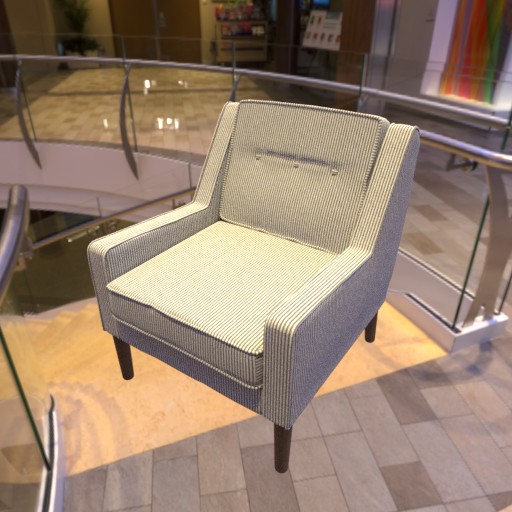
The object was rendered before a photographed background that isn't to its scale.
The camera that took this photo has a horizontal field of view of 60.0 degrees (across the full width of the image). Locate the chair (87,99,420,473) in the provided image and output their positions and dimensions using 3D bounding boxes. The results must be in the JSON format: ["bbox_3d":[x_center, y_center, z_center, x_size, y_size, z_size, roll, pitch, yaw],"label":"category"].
[{"bbox_3d":[0.000,0.000,1.328,0.663,0.792,0.743,18,34,29],"label":"chair"}]
